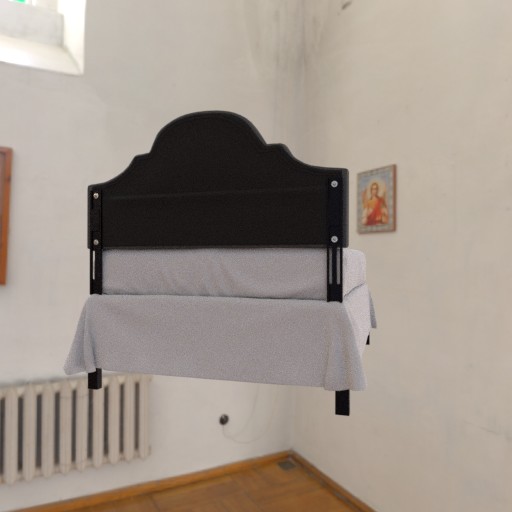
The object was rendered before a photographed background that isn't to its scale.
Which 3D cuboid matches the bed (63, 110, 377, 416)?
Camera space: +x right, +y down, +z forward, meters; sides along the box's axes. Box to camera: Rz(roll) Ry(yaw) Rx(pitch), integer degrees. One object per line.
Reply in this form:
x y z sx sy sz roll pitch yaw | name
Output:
0.000 0.000 3.416 1.780 1.634 2.222 0 0 17 | bed
